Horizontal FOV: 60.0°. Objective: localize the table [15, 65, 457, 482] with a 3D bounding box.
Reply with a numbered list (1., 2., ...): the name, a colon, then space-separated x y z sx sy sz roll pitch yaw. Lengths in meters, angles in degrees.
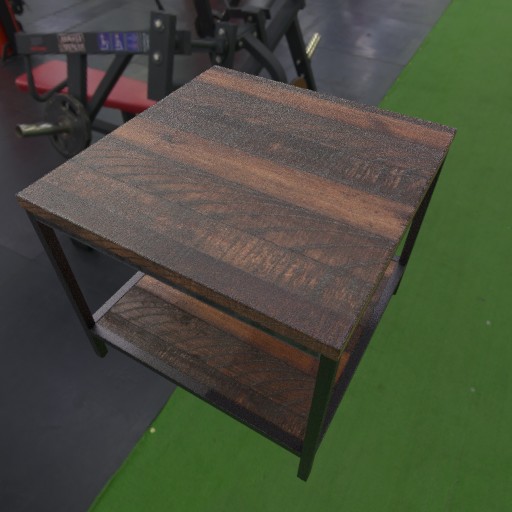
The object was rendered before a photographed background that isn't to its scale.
1. table: 0.000 0.000 0.933 0.548 0.482 0.553 23 51 21
